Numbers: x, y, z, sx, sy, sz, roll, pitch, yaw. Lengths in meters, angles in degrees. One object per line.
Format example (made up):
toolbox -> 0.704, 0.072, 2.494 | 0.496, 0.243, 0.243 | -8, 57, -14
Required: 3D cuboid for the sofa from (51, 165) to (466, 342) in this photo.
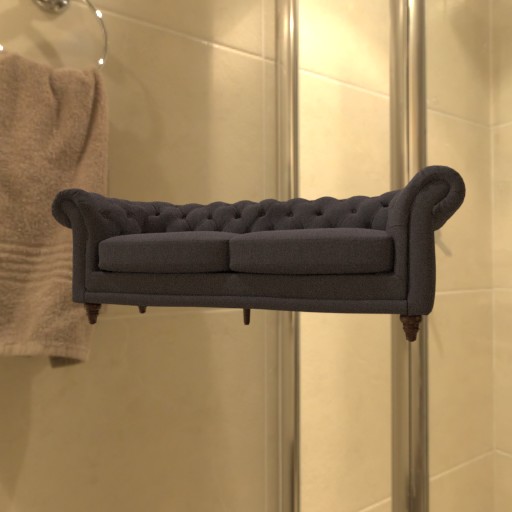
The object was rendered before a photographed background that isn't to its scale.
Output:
sofa -> 0.000, 0.000, 2.807 | 2.335, 0.836, 1.046 | 0, -1, 19
